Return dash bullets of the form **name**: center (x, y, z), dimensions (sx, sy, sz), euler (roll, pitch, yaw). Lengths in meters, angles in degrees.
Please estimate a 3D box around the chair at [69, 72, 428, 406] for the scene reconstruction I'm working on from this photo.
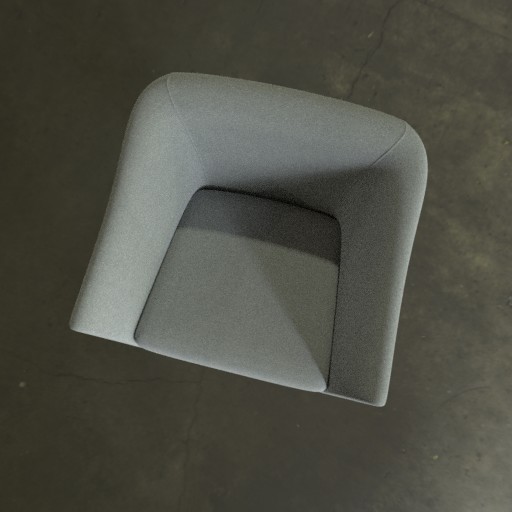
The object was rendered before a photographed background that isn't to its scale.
- **chair**: center (0.000, 0.000, 1.348), dimensions (0.790, 0.720, 0.700), euler (13, 75, 4)
